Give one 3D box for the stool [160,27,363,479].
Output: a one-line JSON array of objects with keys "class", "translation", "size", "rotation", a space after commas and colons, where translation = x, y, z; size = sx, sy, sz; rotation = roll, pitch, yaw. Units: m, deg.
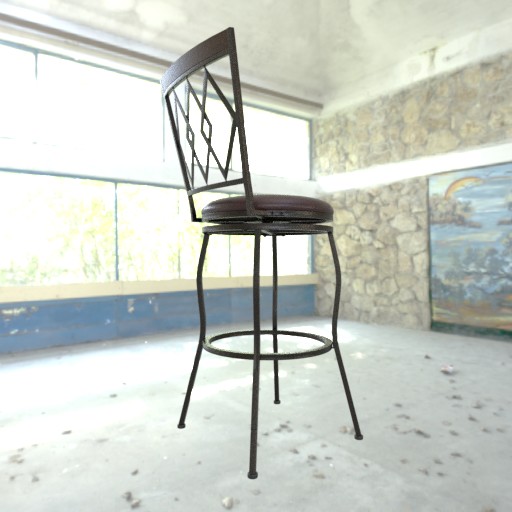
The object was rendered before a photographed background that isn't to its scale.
[{"class": "stool", "translation": [0.000, 0.000, 1.394], "size": [0.521, 1.134, 0.432], "rotation": [0, 0, -36]}]
